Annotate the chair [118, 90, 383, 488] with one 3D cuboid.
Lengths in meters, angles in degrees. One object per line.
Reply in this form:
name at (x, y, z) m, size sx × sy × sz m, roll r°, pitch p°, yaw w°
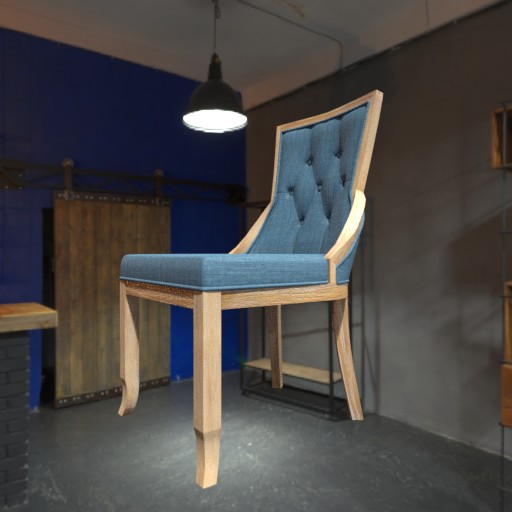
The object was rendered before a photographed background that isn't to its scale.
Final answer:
chair at (0.000, 0.000, 1.296) m, size 0.641 × 0.947 × 0.524 m, roll 0°, pitch 1°, yaw -36°
